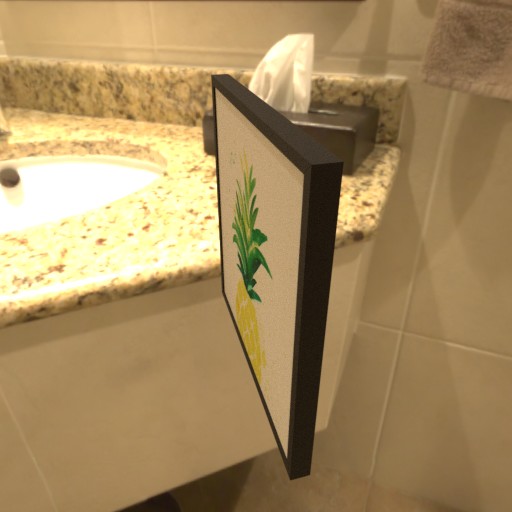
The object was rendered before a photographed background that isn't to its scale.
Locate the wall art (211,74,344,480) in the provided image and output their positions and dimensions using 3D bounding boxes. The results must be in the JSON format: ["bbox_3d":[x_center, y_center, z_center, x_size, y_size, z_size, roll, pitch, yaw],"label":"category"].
[{"bbox_3d":[0.000,0.000,0.763,0.033,0.507,0.508,-8,32,-13],"label":"wall art"}]
